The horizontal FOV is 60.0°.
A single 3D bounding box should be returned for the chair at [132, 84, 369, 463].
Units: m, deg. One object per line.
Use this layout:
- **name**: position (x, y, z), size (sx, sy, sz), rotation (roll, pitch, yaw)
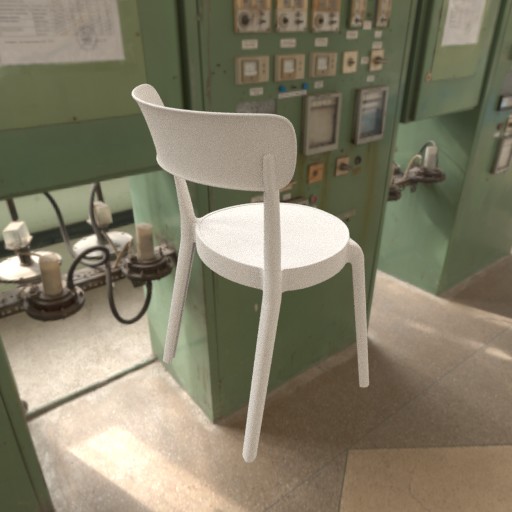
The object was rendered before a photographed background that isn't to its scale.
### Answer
- **chair**: position (0.000, 0.000, 1.117), size (0.491, 0.790, 0.506), rotation (-19, 33, -32)
